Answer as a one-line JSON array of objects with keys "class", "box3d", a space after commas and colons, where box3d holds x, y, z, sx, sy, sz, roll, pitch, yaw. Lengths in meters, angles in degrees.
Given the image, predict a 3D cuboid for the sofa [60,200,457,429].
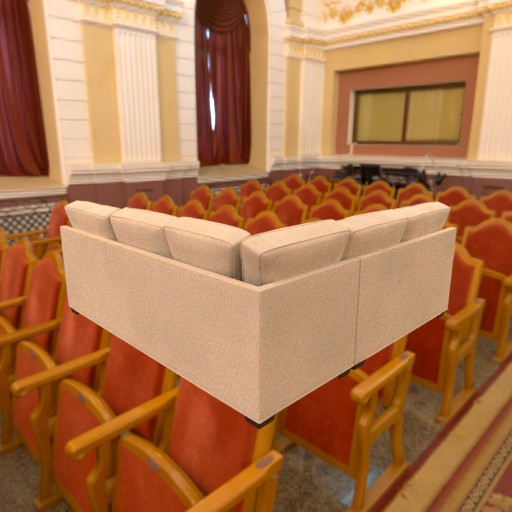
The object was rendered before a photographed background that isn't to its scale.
[{"class": "sofa", "box3d": [0.000, 0.000, 3.955, 2.487, 1.054, 2.569, -14, 20, -43]}]
